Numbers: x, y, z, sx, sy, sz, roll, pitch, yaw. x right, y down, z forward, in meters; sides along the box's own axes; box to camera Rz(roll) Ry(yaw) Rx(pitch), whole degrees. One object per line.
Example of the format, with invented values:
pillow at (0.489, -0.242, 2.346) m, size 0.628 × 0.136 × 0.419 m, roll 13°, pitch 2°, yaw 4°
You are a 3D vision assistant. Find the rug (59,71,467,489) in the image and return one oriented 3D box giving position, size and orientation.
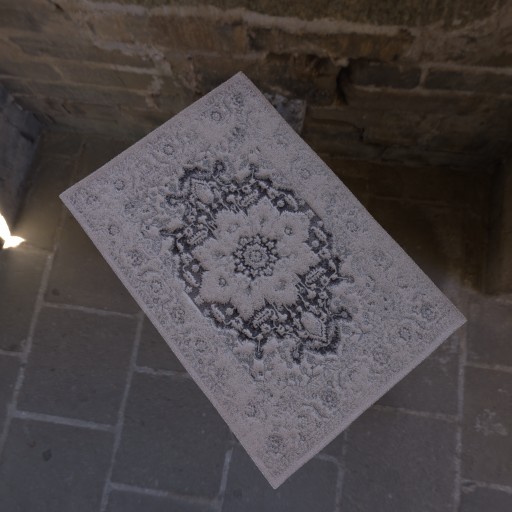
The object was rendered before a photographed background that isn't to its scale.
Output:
rug at (0.000, 0.000, 2.260) m, size 1.223 × 0.008 × 1.813 m, roll -38°, pitch 79°, yaw -9°
